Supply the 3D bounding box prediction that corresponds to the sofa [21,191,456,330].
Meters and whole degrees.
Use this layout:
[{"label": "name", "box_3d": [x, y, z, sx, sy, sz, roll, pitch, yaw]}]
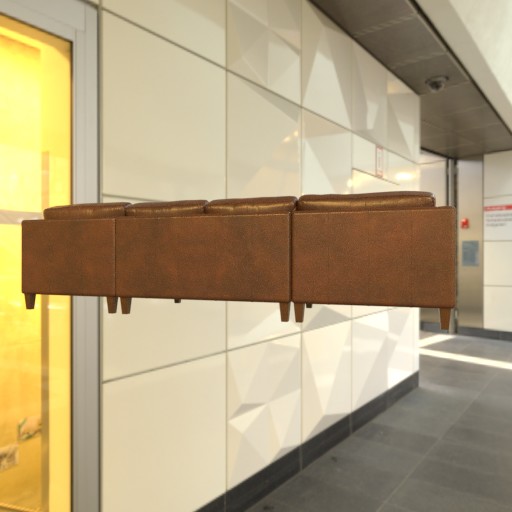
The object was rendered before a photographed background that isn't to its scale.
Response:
[{"label": "sofa", "box_3d": [0.000, 0.000, 4.322, 3.324, 0.891, 2.452, 0, 0, 18]}]
